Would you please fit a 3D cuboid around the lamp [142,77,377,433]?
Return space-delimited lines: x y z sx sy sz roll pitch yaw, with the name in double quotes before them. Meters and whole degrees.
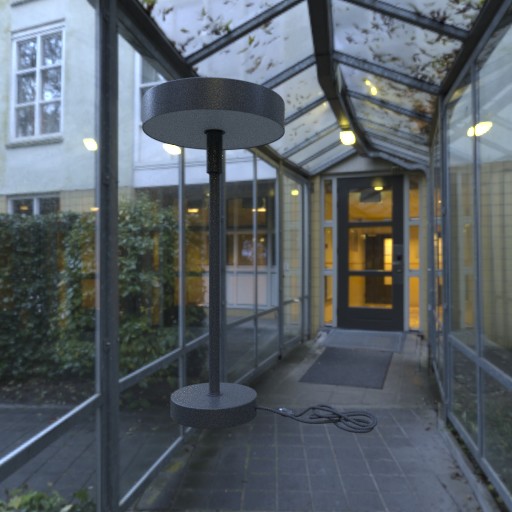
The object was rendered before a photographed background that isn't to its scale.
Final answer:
"lamp" 0.000 0.000 0.701 0.369 0.508 0.229 0 -1 16
